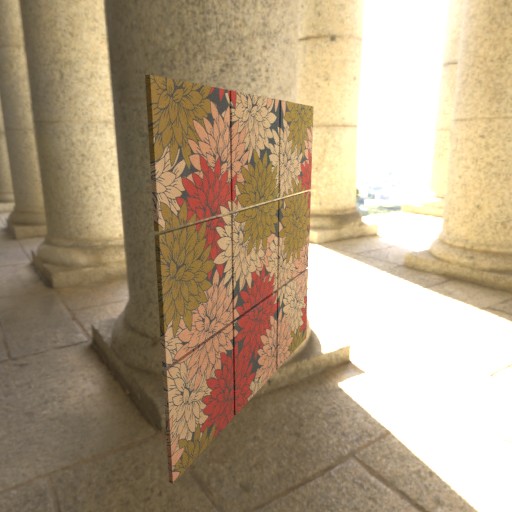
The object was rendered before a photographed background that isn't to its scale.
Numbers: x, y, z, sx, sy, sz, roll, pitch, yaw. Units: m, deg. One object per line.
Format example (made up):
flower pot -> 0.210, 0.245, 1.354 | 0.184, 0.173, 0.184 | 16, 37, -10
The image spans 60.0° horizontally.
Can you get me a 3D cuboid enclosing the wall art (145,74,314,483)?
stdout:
wall art -> 0.000, 0.000, 1.337 | 0.013, 0.913, 0.904 | 7, 16, 26
